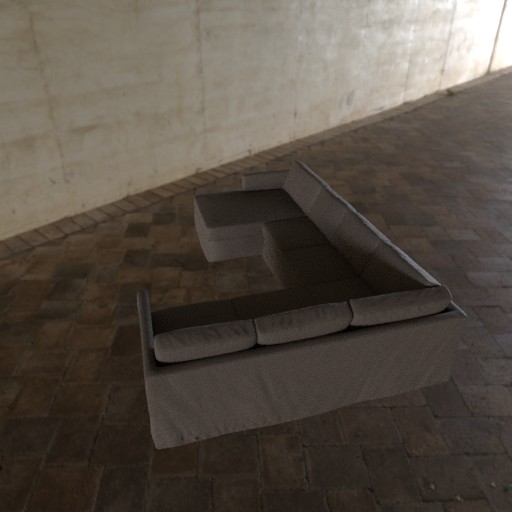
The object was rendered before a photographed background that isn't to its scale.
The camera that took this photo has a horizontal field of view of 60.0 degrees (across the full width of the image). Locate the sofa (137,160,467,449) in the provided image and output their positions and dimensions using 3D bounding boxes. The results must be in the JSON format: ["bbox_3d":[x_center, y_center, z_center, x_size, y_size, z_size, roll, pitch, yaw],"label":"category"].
[{"bbox_3d":[0.000,0.000,4.650,2.476,0.878,3.528,-8,31,-13],"label":"sofa"}]
